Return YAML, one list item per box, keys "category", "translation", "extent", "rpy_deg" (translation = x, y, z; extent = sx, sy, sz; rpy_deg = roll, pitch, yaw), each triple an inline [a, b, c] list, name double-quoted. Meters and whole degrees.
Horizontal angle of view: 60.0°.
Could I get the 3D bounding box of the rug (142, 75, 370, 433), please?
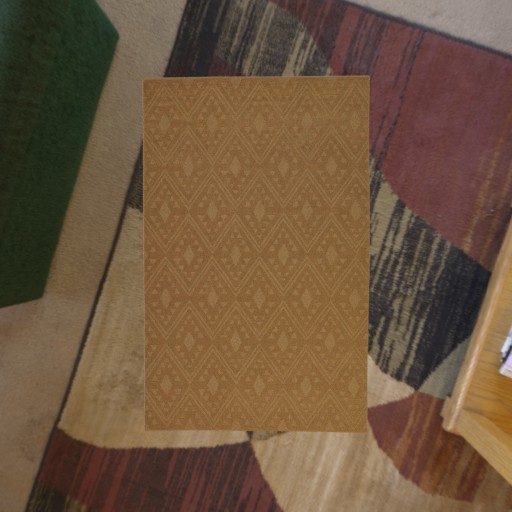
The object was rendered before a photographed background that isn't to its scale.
- category: "rug"
  translation: [0.000, 0.000, 3.036]
  extent: [1.553, 0.053, 2.430]
  rpy_deg: [0, 92, 2]
